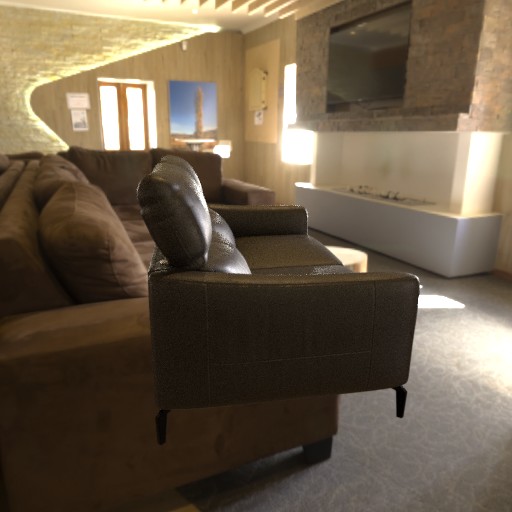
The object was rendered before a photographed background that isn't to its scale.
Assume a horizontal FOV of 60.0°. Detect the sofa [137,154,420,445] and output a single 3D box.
[{"bbox_3d":[0.000,0.000,2.175,0.958,0.920,1.596,-2,16,-8],"label":"sofa"}]
